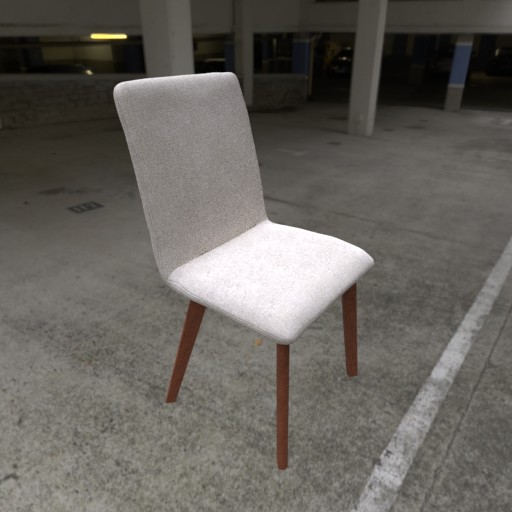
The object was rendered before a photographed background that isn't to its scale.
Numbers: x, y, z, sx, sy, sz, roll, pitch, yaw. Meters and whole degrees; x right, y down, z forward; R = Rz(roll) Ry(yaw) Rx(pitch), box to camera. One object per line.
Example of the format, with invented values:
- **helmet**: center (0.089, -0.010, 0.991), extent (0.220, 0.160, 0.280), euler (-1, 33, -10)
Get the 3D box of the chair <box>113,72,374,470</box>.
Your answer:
- **chair**: center (0.000, 0.000, 1.314), extent (0.563, 0.974, 0.522), euler (19, 33, 32)
